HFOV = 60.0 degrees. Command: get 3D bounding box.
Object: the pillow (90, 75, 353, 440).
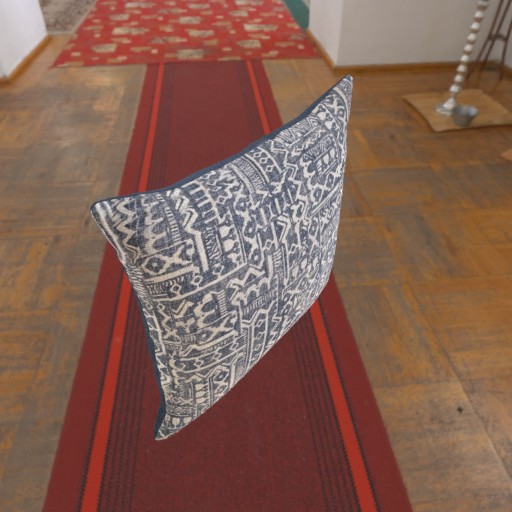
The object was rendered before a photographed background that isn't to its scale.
[{"bbox_3d":[0.000,0.000,0.772,0.180,0.487,0.546,27,47,29],"label":"pillow"}]
